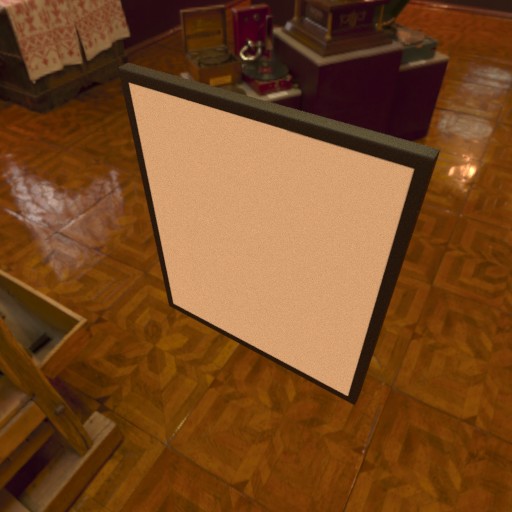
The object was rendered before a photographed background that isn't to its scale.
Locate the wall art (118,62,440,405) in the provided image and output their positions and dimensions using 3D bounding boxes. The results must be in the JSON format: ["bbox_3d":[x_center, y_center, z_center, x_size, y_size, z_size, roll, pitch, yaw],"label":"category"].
[{"bbox_3d":[0.000,0.000,0.704,0.430,0.509,0.021,24,49,22],"label":"wall art"}]
